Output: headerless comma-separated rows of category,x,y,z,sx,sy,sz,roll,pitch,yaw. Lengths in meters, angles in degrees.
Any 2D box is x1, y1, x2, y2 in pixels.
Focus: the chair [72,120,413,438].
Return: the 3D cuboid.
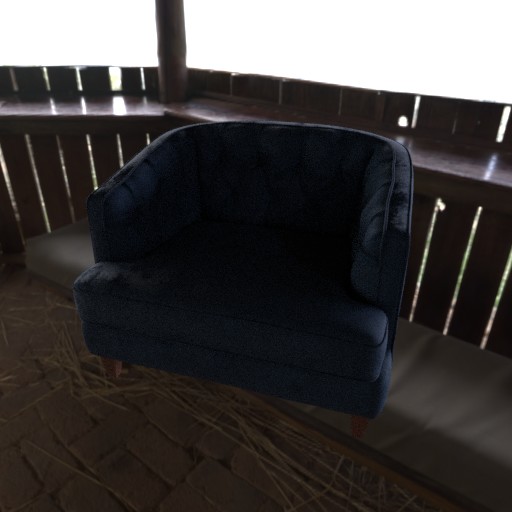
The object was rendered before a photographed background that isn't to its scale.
chair,0.000,0.000,1.724,1.094,0.852,0.940,8,29,15
